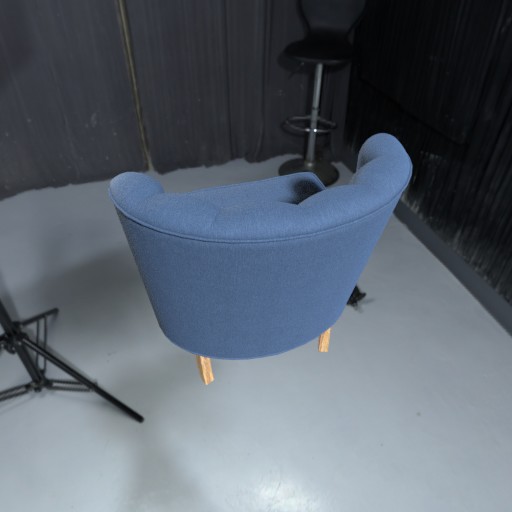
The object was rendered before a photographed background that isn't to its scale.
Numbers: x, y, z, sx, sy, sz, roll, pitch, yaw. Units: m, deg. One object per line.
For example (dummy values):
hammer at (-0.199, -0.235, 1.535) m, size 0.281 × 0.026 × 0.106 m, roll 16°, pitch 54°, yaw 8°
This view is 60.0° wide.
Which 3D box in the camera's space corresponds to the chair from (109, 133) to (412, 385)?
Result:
chair at (0.000, 0.000, 1.358) m, size 0.740 × 0.771 × 0.718 m, roll -12°, pitch 42°, yaw -13°
